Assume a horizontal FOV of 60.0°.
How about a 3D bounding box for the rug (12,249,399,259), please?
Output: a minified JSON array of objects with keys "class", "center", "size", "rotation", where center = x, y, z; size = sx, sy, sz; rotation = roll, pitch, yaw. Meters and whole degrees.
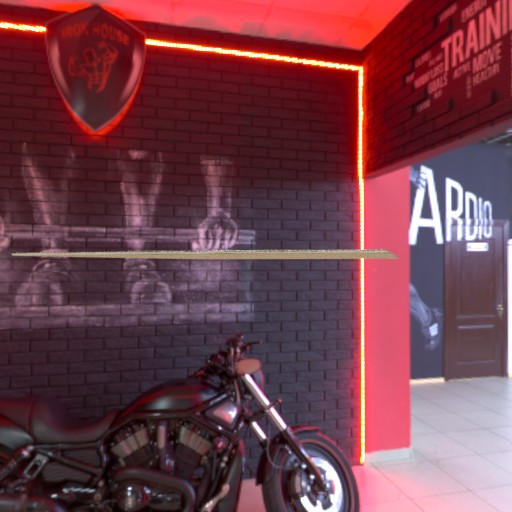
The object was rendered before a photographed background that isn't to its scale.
[{"class":"rug","center":[0.000,0.000,4.013],"size":[2.429,0.030,3.052],"rotation":[0,-1,19]}]
